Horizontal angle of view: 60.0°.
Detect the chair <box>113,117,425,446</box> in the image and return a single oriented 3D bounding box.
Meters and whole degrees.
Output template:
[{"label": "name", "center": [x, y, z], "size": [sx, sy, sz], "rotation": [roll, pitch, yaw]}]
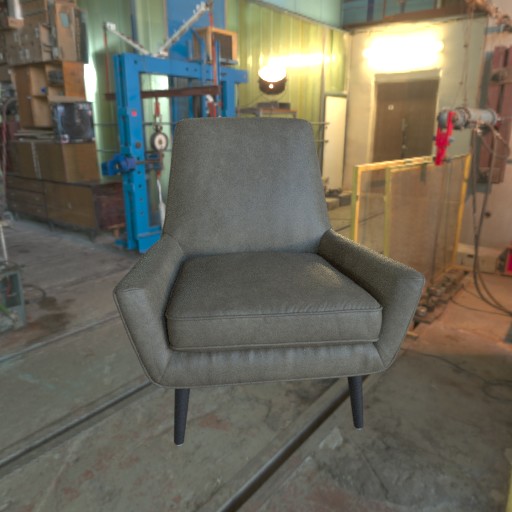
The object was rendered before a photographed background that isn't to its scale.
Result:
[{"label": "chair", "center": [0.000, 0.000, 1.470], "size": [0.787, 0.888, 0.824], "rotation": [-2, 17, -7]}]
